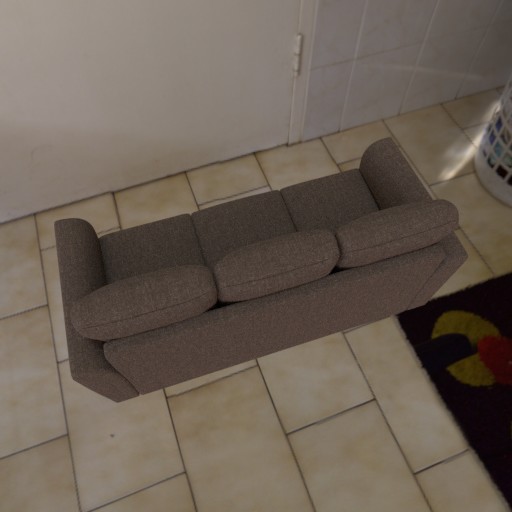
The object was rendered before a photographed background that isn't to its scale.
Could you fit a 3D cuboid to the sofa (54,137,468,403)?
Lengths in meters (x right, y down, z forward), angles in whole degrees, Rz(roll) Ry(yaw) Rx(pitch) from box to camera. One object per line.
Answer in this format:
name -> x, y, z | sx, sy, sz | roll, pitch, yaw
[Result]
sofa -> 0.000, 0.000, 2.287 | 1.847, 0.891, 0.837 | -16, 61, -9
